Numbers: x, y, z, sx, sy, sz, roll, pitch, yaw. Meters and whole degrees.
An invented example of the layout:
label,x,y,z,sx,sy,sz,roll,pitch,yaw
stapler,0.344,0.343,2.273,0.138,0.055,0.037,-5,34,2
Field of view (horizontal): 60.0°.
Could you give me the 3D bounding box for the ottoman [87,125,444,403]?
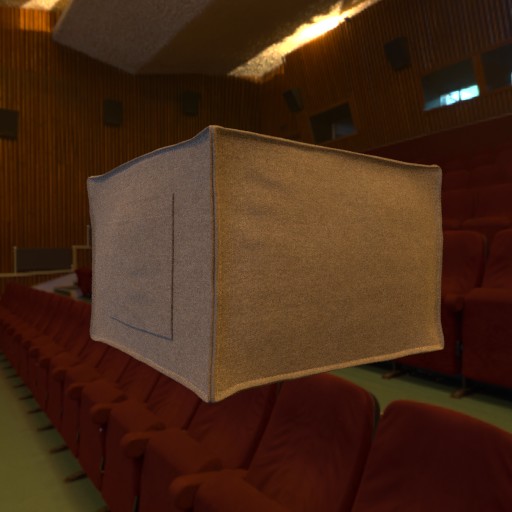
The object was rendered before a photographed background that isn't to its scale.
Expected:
label,x,y,z,sx,sy,sz,roll,pitch,yaw
ottoman,0.000,0.000,1.165,0.696,0.470,0.707,0,0,-37
